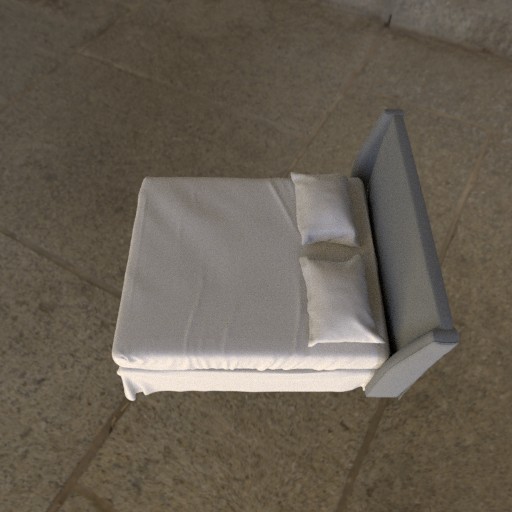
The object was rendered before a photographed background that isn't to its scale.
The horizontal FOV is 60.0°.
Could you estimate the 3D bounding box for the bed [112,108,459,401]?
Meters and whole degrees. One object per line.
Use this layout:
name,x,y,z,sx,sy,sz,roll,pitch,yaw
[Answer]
bed,0.000,0.000,3.475,2.276,1.332,1.925,0,59,0
